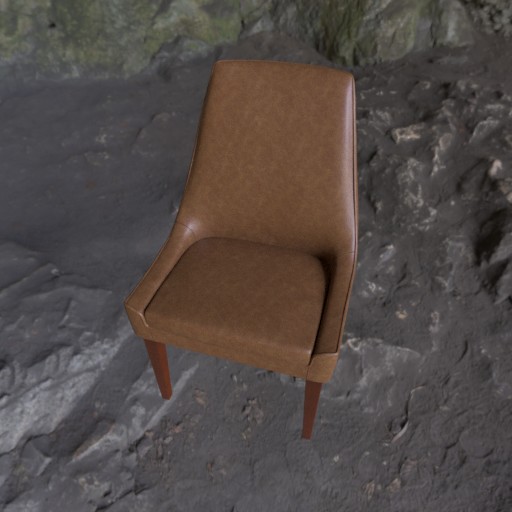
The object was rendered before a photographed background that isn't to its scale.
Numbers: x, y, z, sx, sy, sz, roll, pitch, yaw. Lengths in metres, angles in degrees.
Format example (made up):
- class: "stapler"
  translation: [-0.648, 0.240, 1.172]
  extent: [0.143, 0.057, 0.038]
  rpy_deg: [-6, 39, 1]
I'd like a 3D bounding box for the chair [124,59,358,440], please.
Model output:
- class: "chair"
  translation: [0.000, 0.000, 1.198]
  extent: [0.529, 0.861, 0.544]
  rpy_deg: [11, 41, 13]
